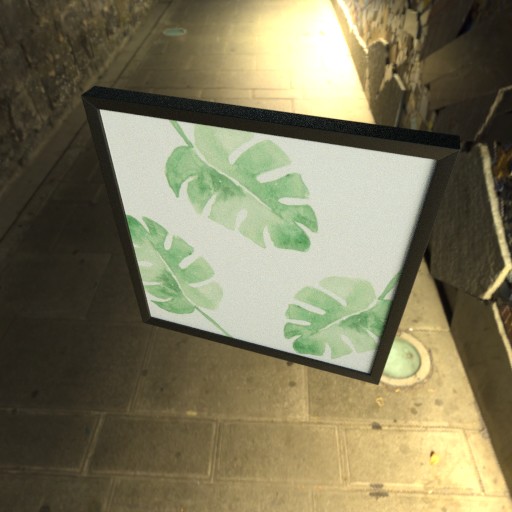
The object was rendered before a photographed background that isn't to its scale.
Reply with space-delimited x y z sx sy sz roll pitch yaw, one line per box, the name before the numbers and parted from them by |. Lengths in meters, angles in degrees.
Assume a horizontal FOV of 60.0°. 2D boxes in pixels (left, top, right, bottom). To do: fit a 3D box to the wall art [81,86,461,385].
wall art | 0.000 0.000 0.753 0.508 0.508 0.036 12 44 13
